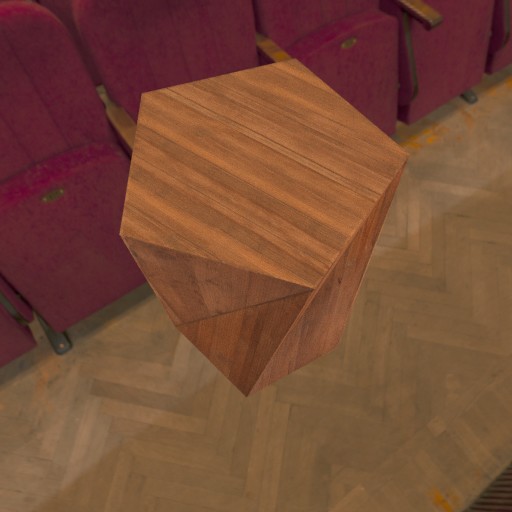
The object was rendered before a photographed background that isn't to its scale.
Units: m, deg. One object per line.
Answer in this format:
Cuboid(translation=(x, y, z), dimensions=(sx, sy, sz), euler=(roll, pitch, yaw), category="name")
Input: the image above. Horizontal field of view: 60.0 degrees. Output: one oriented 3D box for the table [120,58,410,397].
Cuboid(translation=(0.000, 0.000, 0.901), dimensions=(0.441, 0.604, 0.425), euler=(-32, 66, -16), category="table")
